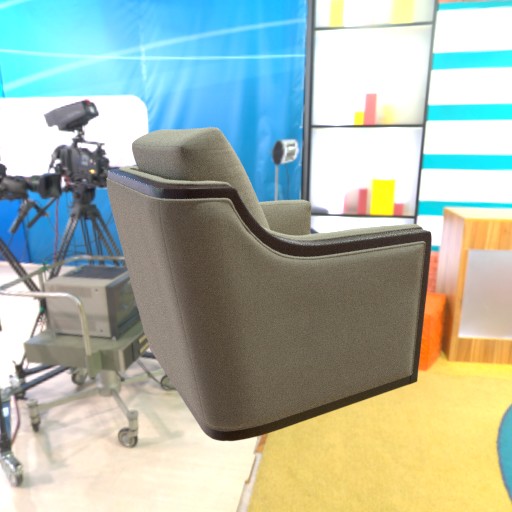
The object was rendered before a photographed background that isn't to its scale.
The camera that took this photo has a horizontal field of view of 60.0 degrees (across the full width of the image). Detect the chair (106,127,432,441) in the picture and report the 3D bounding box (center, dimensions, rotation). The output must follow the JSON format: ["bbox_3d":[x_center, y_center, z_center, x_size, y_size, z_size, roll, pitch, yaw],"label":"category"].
[{"bbox_3d":[0.000,0.000,1.690,0.950,0.930,0.870,-8,17,-27],"label":"chair"}]
